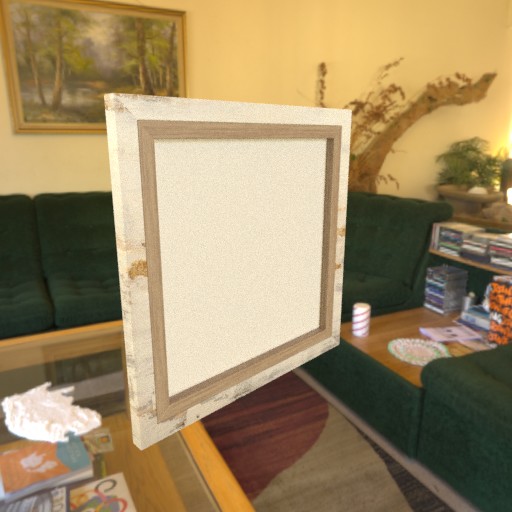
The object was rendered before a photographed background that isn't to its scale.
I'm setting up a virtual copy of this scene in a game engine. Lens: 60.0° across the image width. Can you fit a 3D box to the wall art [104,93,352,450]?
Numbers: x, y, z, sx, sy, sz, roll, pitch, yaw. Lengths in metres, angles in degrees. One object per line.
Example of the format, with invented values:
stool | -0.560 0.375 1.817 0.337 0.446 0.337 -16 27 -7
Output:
wall art | 0.000 0.000 1.160 0.753 0.755 0.038 -14 21 -42
